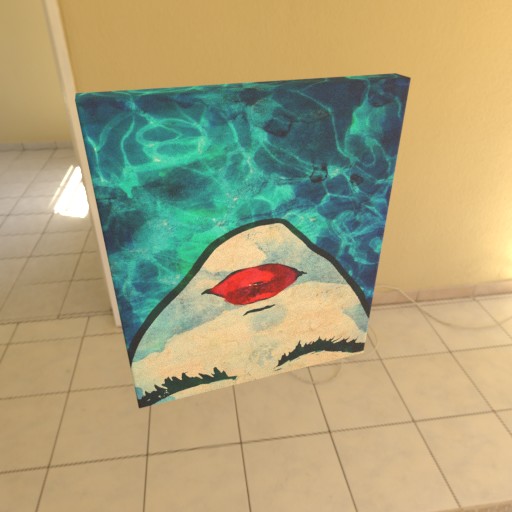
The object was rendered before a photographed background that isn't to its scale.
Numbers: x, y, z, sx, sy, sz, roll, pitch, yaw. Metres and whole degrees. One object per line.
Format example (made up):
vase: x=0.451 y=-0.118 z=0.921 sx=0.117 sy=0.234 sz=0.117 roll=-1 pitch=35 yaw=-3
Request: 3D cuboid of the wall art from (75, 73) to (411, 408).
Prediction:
wall art: x=0.000 y=0.000 z=0.694 sx=0.432 sy=0.508 sz=0.038 roll=-10 pitch=33 yaw=-15
